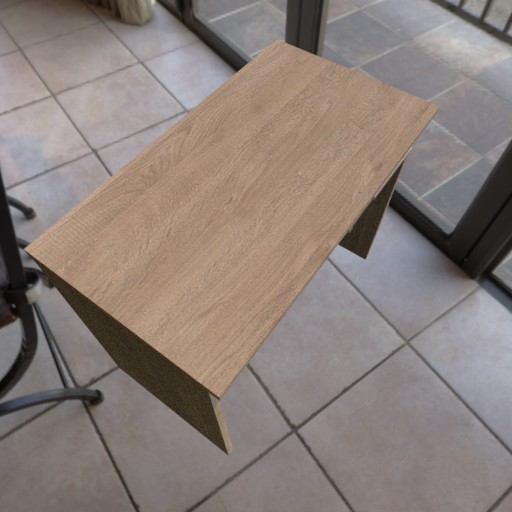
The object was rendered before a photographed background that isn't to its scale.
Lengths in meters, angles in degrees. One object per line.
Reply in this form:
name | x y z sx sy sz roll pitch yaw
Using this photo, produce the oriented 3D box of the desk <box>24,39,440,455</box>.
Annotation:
desk | 0.000 0.000 1.305 0.498 0.724 0.893 31 63 18
